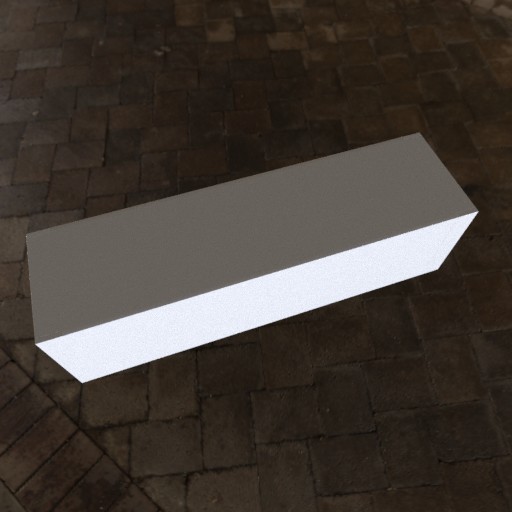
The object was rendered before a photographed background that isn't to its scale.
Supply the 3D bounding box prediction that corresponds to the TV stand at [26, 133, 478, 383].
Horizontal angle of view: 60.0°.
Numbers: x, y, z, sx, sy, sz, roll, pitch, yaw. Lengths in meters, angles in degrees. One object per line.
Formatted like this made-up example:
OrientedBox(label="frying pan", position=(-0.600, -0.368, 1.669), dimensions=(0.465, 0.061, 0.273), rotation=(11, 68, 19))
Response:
OrientedBox(label="TV stand", position=(0.000, 0.000, 1.708), dimensions=(1.500, 0.440, 0.410), rotation=(-16, 60, -10))
